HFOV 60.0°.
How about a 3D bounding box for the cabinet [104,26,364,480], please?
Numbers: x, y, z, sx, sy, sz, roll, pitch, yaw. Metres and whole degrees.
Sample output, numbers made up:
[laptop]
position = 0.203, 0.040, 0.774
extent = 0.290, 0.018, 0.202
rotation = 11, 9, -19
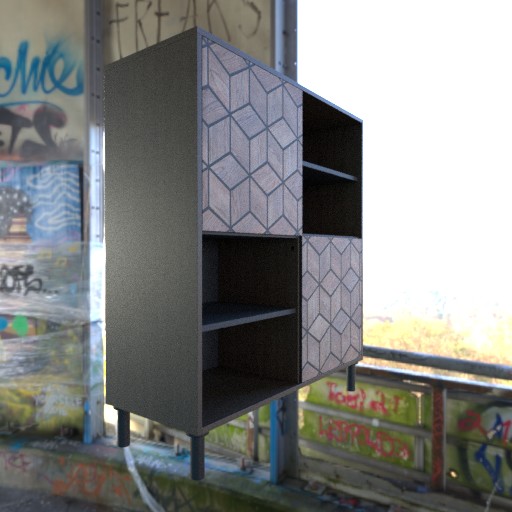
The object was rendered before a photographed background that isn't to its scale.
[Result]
[cabinet]
position = 0.000, 0.000, 1.644
extent = 0.400, 1.170, 1.010
rotation = 0, 1, 37
